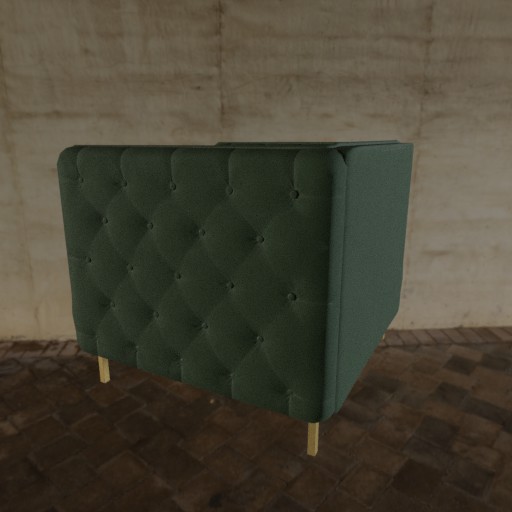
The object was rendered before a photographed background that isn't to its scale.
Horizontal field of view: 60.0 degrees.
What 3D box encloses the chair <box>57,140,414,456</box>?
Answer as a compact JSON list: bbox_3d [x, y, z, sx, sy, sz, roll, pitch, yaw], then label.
[{"bbox_3d":[0.000,0.000,1.522,0.855,0.768,0.917,8,17,27],"label":"chair"}]
